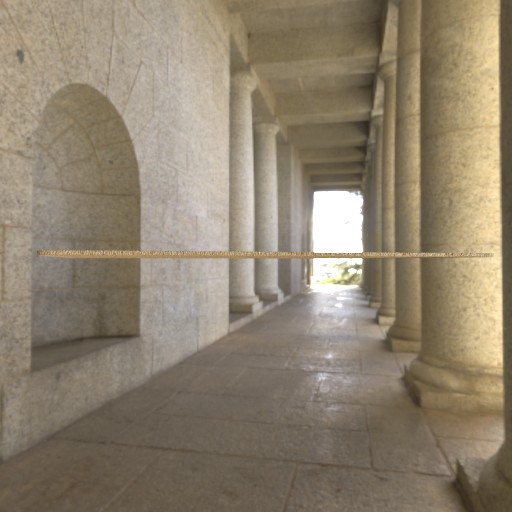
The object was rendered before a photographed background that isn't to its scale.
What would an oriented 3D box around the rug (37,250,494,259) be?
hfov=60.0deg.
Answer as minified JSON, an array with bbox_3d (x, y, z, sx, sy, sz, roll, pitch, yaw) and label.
[{"bbox_3d":[0.000,0.000,3.298,2.700,0.024,1.801,0,-1,-17],"label":"rug"}]
